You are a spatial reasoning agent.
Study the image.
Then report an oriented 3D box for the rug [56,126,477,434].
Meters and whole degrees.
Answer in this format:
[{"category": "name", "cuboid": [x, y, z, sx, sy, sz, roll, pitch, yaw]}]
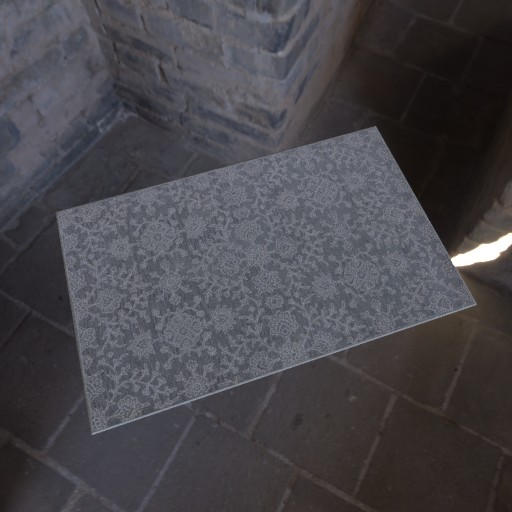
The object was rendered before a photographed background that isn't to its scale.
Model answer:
[{"category": "rug", "cuboid": [0.000, 0.000, 2.936, 2.430, 0.010, 1.515, -17, 66, -8]}]
